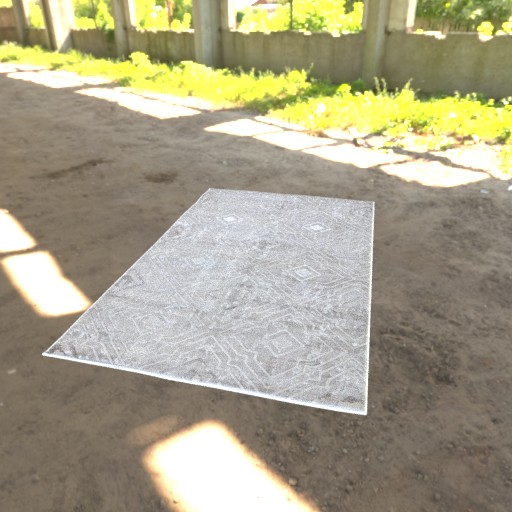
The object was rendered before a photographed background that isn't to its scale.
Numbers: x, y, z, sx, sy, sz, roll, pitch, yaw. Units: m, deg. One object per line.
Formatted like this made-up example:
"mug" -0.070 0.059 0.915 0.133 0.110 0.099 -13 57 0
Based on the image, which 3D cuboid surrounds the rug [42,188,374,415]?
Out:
"rug" 0.000 0.000 3.012 1.537 0.036 2.447 7 29 12
